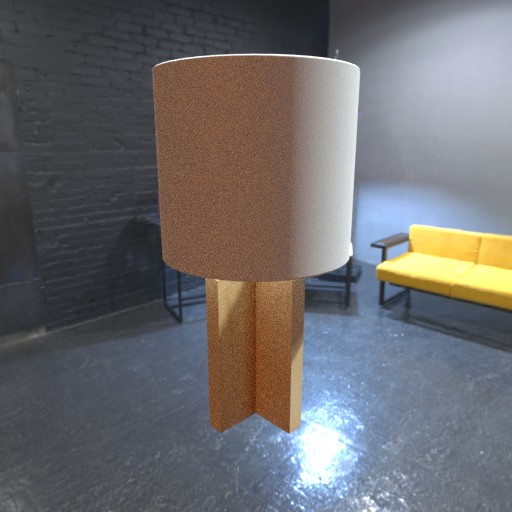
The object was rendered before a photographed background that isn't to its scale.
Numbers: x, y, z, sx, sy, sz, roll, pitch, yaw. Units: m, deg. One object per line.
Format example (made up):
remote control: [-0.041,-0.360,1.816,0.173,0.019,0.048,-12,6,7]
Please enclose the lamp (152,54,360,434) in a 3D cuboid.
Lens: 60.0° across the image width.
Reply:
lamp: [0.000,0.000,0.553,0.229,0.428,0.229,-14,20,-42]
